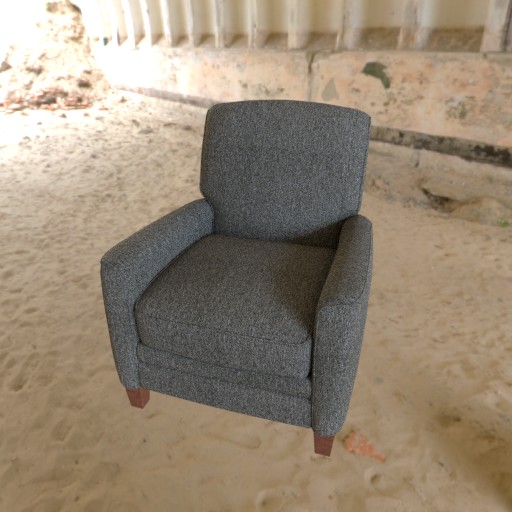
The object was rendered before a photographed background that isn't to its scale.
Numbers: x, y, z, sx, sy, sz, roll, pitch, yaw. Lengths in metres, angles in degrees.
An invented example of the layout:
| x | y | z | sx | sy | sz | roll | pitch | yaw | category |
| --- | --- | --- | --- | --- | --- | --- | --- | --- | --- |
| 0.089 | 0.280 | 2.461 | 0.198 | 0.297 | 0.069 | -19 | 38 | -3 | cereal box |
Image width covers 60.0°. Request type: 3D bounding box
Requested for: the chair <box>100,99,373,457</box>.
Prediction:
| x | y | z | sx | sy | sz | roll | pitch | yaw | category |
| --- | --- | --- | --- | --- | --- | --- | --- | --- | --- |
| 0.000 | 0.000 | 1.650 | 0.848 | 1.014 | 0.864 | 8 | 27 | 16 | chair |
